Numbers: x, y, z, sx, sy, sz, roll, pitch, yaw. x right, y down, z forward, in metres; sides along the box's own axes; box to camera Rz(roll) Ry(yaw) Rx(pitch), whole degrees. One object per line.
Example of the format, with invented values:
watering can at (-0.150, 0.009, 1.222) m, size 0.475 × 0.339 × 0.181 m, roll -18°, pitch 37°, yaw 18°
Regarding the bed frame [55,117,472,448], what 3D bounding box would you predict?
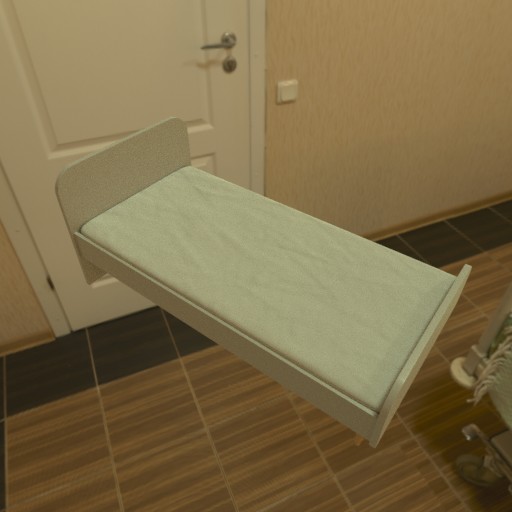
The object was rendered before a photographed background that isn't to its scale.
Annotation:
bed frame at (0.000, 0.000, 2.428) m, size 1.963 × 0.805 × 0.998 m, roll 26°, pitch 48°, yaw 27°
